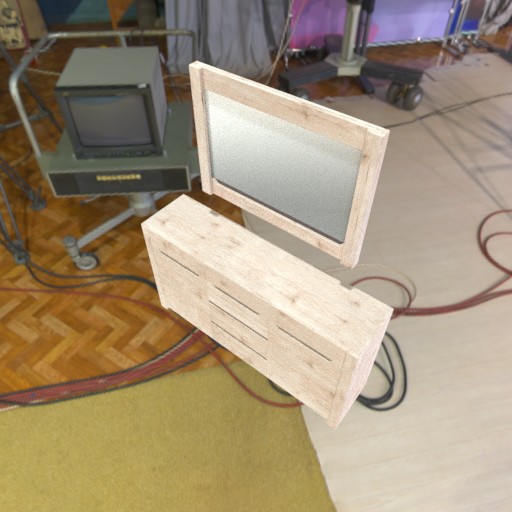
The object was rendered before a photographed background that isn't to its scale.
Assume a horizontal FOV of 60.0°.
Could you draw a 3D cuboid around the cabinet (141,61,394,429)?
[{"bbox_3d":[0.000,0.000,2.765,1.700,1.981,0.420,30,53,25],"label":"cabinet"}]
